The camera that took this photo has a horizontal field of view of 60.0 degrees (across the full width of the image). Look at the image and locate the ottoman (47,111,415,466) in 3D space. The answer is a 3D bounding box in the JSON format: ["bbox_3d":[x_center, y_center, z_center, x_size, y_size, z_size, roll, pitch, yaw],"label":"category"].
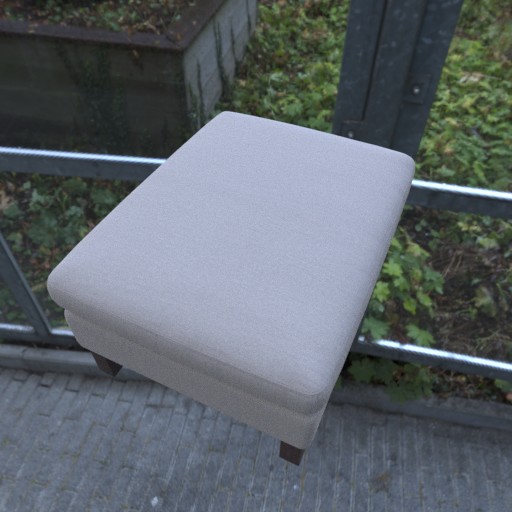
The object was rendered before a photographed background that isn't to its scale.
[{"bbox_3d":[0.000,0.000,1.125,0.606,0.420,0.771,19,49,17],"label":"ottoman"}]
